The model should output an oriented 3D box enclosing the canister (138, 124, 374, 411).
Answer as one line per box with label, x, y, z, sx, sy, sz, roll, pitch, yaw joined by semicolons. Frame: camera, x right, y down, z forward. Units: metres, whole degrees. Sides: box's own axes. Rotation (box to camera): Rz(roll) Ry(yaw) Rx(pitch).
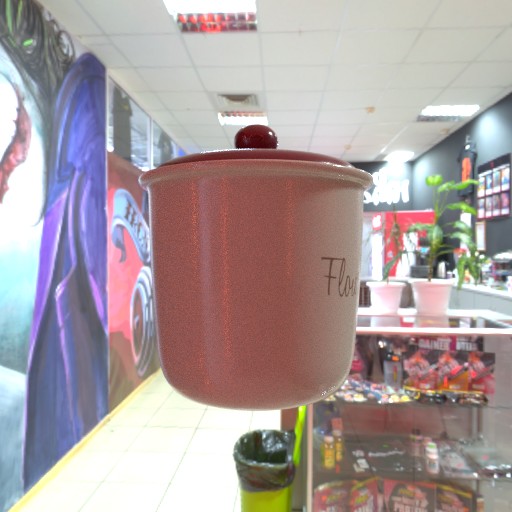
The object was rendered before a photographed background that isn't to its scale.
canister;0.000;0.000;0.355;0.182;0.208;0.182;0;1;0
